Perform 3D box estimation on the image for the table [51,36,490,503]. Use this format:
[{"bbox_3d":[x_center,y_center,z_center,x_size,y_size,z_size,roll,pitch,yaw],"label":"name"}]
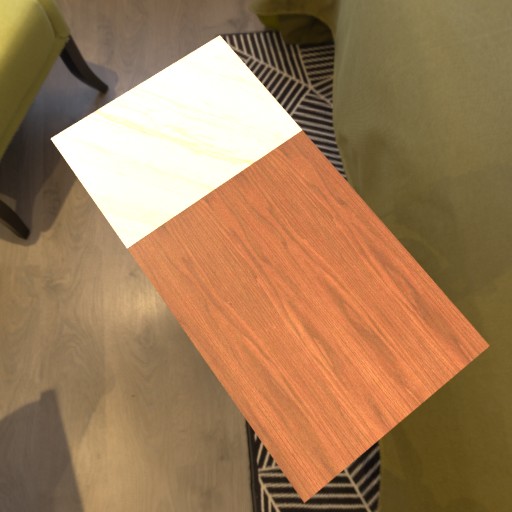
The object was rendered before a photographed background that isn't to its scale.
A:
[{"bbox_3d":[0.000,0.000,1.848,0.789,0.551,1.553,-36,77,-9],"label":"table"}]
